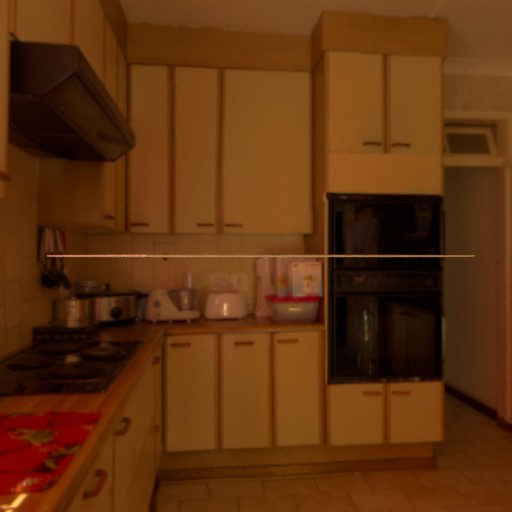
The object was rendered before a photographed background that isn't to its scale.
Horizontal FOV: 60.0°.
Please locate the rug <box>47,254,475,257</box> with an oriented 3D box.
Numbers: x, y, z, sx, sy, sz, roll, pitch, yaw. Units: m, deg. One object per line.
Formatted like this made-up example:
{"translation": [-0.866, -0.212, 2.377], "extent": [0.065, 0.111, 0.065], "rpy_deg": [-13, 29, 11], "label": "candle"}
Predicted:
{"translation": [0.000, 0.000, 4.031], "extent": [3.057, 0.013, 2.434], "rpy_deg": [0, 0, -36], "label": "rug"}
